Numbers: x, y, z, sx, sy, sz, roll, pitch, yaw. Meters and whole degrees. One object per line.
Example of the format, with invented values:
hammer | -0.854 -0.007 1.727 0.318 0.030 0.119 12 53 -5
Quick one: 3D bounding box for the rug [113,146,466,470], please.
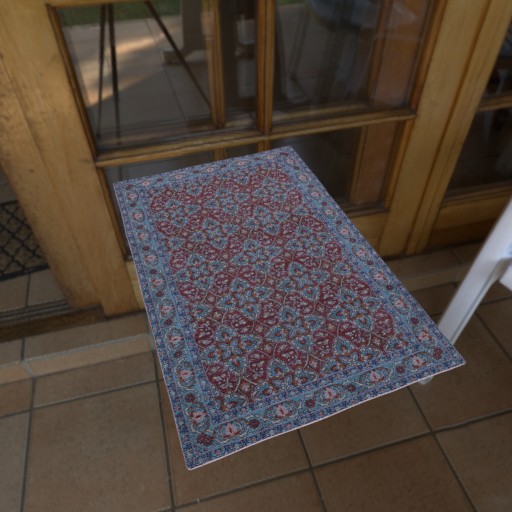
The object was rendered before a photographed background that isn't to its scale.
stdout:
rug | 0.000 0.000 2.327 1.219 0.009 1.829 -15 48 -14
